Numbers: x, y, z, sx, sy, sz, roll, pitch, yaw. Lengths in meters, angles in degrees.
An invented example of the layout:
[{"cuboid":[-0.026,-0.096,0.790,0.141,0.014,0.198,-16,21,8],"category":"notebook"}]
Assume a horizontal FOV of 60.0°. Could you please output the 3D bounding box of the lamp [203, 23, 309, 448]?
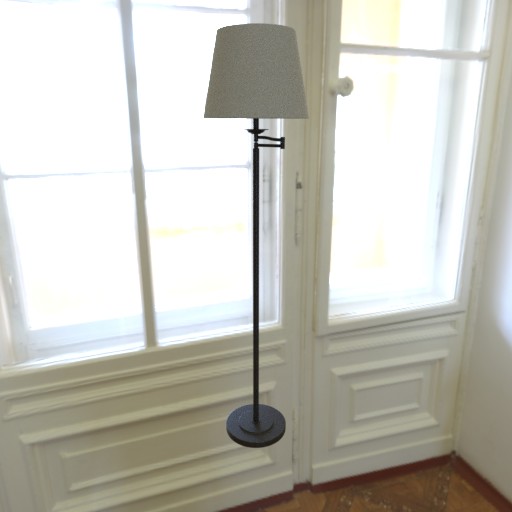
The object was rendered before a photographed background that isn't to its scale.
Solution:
[{"cuboid":[0.000,0.000,1.606,0.348,1.473,0.348,9,19,26],"category":"lamp"}]
